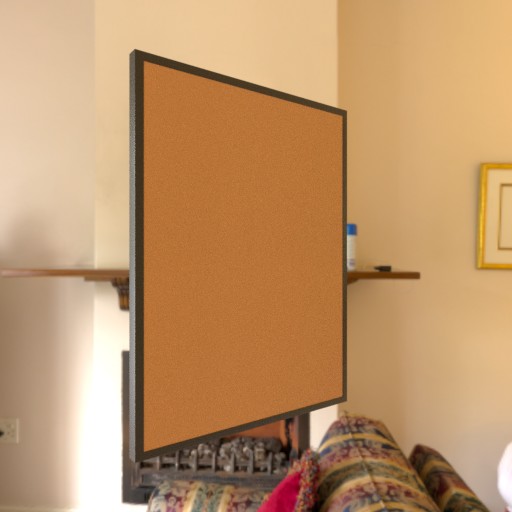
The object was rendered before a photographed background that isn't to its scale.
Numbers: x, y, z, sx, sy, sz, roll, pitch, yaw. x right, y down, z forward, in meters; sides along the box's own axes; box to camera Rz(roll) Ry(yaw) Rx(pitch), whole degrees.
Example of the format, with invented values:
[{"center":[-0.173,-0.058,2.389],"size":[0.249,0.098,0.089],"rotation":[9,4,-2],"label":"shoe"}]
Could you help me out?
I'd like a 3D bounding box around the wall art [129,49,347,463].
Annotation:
[{"center":[0.000,0.000,1.391],"size":[0.804,1.061,0.039],"rotation":[0,0,-37],"label":"wall art"}]
